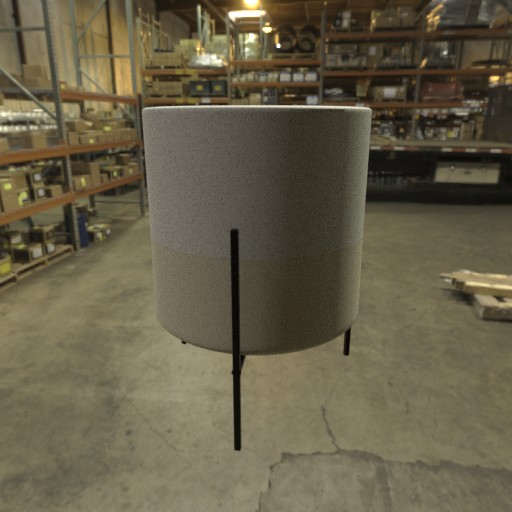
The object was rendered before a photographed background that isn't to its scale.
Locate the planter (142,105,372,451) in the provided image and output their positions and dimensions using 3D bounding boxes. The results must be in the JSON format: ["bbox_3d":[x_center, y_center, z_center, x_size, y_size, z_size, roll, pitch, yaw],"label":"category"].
[{"bbox_3d":[0.000,0.000,0.666,0.313,0.423,0.335,2,18,7],"label":"planter"}]
